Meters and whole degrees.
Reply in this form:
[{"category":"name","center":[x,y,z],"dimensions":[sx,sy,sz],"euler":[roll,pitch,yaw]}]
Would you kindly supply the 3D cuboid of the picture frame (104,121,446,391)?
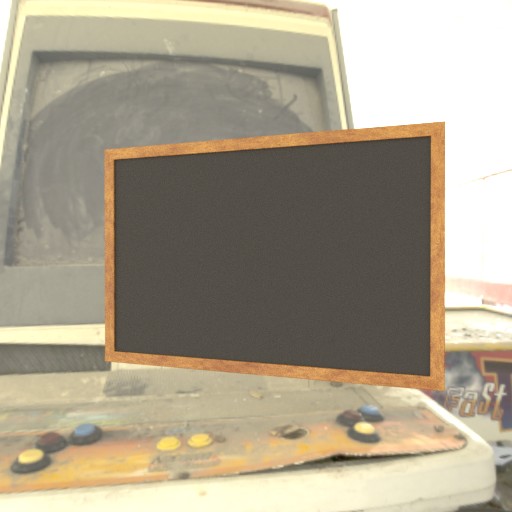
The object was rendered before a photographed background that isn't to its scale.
[{"category":"picture frame","center":[0.000,0.000,1.172],"dimensions":[0.922,0.621,0.029],"euler":[0,0,18]}]
